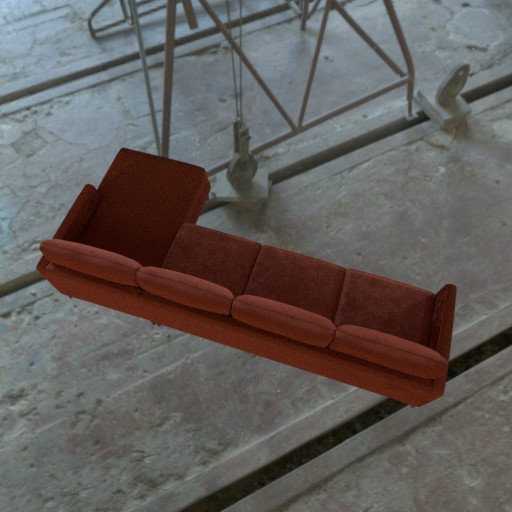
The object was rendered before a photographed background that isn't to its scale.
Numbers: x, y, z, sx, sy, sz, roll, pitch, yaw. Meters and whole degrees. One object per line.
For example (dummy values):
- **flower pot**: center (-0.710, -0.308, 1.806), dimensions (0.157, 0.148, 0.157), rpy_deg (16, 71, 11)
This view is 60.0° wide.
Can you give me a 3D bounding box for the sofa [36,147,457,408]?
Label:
- **sofa**: center (0.000, 0.000, 3.406), dimensions (2.932, 0.810, 1.350), rpy_deg (16, 64, 8)
